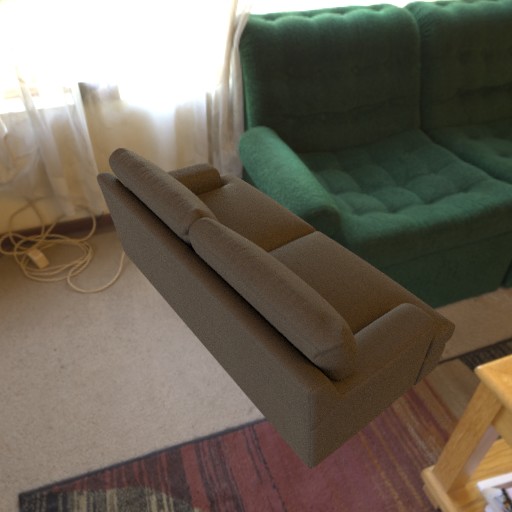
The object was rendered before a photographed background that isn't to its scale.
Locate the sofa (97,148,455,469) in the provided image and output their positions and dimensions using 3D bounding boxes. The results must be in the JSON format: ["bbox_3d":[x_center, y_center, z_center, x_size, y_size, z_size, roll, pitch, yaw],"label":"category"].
[{"bbox_3d":[0.000,0.000,2.839,1.140,0.950,2.271,-26,46,-28],"label":"sofa"}]
